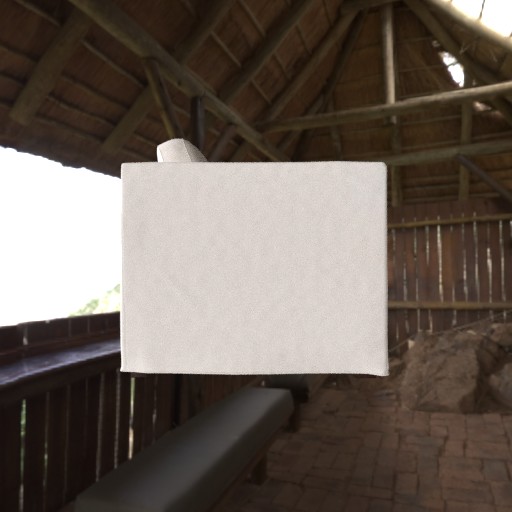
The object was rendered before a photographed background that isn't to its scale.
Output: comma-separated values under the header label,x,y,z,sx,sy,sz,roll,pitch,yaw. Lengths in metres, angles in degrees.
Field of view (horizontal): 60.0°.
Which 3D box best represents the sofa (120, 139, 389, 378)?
label,x,y,z,sx,sy,sz,roll,pitch,yaw
sofa,0.000,0.000,2.475,0.940,0.870,1.987,0,-1,0
